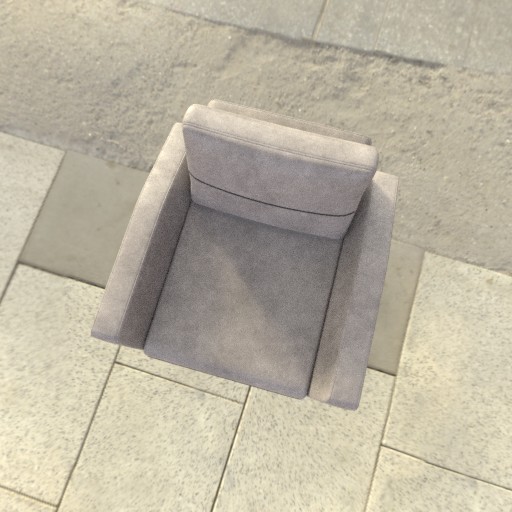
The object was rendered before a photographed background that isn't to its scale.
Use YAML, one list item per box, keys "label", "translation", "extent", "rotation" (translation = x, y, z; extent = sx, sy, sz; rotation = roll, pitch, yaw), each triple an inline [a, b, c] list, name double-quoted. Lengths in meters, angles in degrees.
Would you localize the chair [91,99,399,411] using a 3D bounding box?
- label: "chair"
  translation: [0.000, 0.000, 1.629]
  extent: [0.900, 0.800, 0.900]
  rotation: [15, 76, 4]
